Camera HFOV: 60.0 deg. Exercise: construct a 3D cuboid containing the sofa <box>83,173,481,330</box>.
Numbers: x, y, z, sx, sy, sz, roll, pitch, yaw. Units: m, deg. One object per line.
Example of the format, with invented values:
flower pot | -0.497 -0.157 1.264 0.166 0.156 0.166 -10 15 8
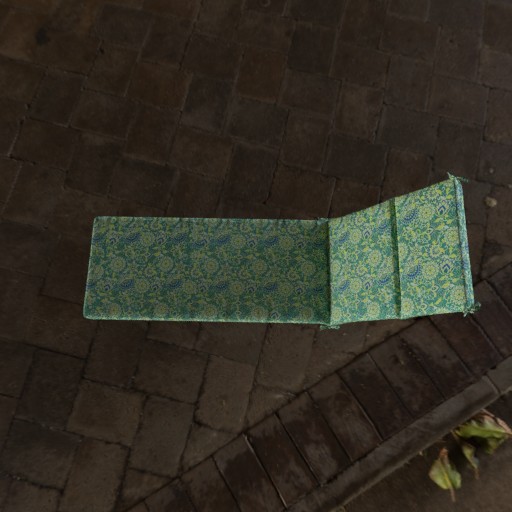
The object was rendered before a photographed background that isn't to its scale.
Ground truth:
sofa | 0.000 0.000 1.953 1.663 0.622 0.582 1 75 0
